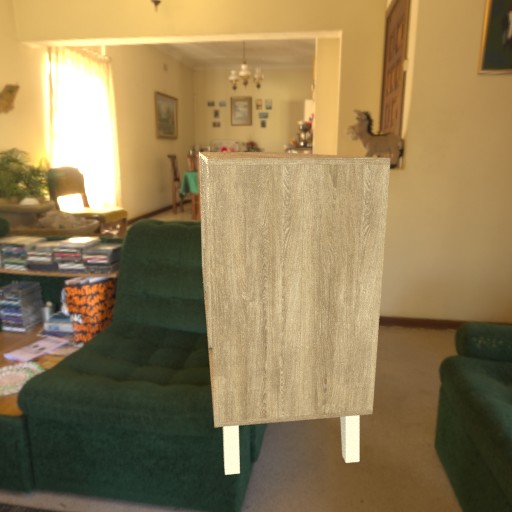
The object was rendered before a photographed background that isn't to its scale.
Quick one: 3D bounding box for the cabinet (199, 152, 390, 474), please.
[{"bbox_3d":[0.000,0.000,1.938,0.450,0.870,1.600,-2,14,-8],"label":"cabinet"}]
